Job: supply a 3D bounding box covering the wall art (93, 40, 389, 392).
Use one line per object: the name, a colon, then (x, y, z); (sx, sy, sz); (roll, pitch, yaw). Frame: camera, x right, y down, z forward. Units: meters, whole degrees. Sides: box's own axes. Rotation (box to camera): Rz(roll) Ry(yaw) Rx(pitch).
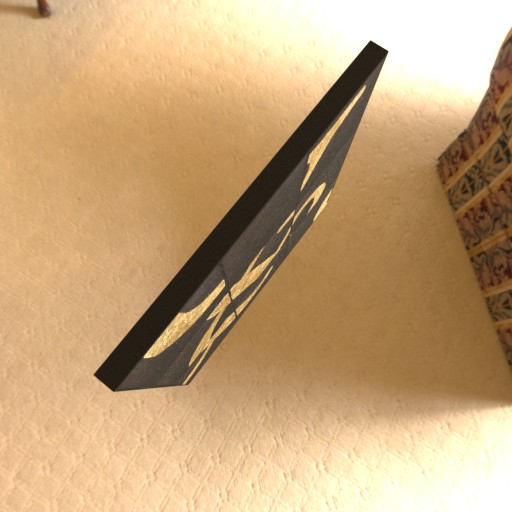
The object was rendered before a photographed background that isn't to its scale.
wall art: (0.000, 0.000, 1.108); (0.044, 0.758, 0.758); (36, 78, 9)
